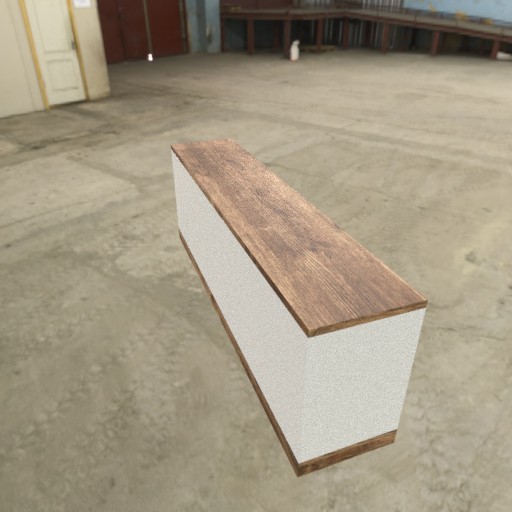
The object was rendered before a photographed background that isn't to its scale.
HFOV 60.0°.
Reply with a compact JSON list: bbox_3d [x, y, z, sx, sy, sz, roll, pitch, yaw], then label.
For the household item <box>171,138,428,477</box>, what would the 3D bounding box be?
[{"bbox_3d":[0.000,0.000,2.077,0.390,0.615,1.800,-11,32,-18],"label":"household item"}]
